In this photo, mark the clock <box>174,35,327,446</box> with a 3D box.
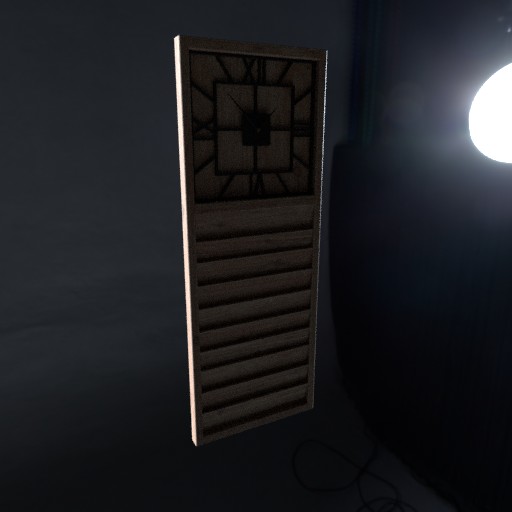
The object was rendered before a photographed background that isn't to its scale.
[{"bbox_3d":[0.000,0.000,1.102,0.361,0.965,0.030,-8,17,-26],"label":"clock"}]
